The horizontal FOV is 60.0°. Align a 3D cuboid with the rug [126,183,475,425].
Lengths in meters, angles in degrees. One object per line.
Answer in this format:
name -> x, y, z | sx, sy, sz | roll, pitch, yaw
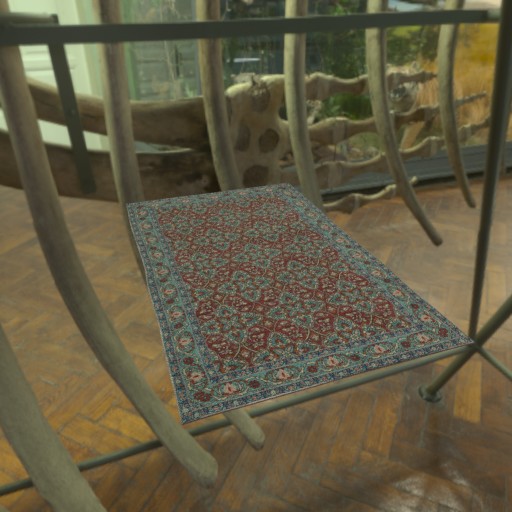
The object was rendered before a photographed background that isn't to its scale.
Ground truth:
rug -> 0.000, 0.000, 3.056 | 1.533, 0.011, 2.439 | -10, 31, -17
